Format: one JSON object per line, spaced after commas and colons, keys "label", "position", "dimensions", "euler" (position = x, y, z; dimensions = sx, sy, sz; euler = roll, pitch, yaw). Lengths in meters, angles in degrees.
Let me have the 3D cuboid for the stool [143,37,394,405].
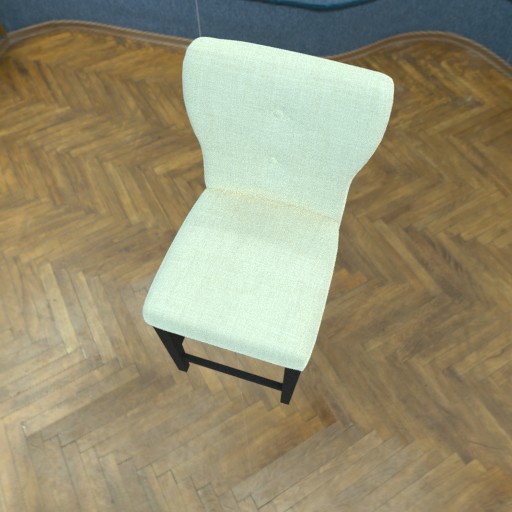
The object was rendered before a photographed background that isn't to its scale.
{"label": "stool", "position": [0.000, 0.000, 1.322], "dimensions": [0.514, 0.972, 0.603], "euler": [15, 61, 9]}
